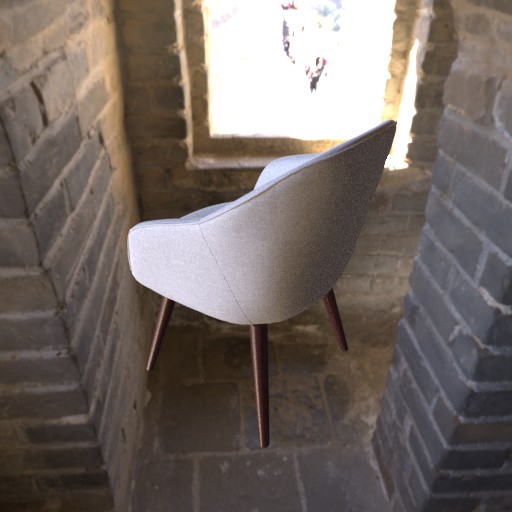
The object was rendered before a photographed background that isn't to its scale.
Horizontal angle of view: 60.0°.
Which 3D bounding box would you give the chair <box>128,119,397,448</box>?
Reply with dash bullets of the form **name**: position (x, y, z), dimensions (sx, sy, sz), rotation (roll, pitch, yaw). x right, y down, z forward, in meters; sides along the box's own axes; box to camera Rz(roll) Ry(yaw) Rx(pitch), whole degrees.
- **chair**: position (0.000, 0.000, 1.260), dimensions (0.635, 0.823, 0.596), rotation (22, 38, 31)
